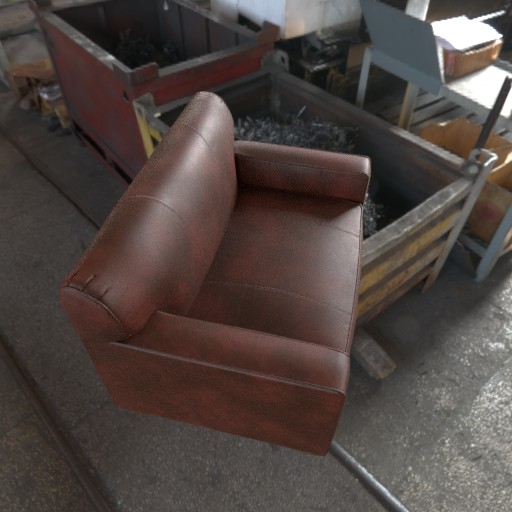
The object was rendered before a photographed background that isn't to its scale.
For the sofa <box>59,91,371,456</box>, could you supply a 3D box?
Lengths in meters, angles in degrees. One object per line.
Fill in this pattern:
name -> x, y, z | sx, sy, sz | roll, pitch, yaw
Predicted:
sofa -> 0.000, 0.000, 2.069 | 1.000, 0.956, 1.413 | 10, 47, 9
